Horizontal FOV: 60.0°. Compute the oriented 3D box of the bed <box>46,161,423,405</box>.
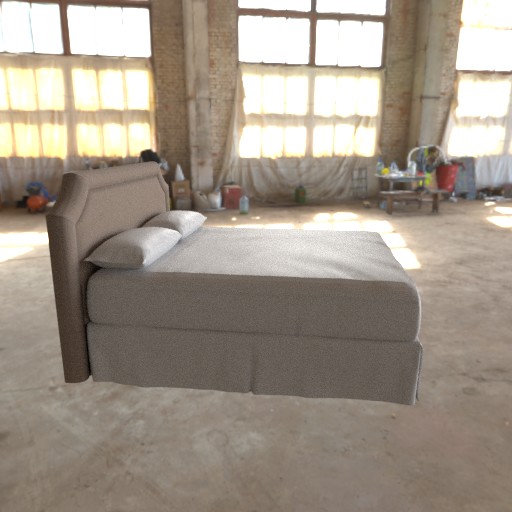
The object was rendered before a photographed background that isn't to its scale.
[{"bbox_3d":[0.000,0.000,3.305,2.164,1.303,1.828,2,15,7],"label":"bed"}]
